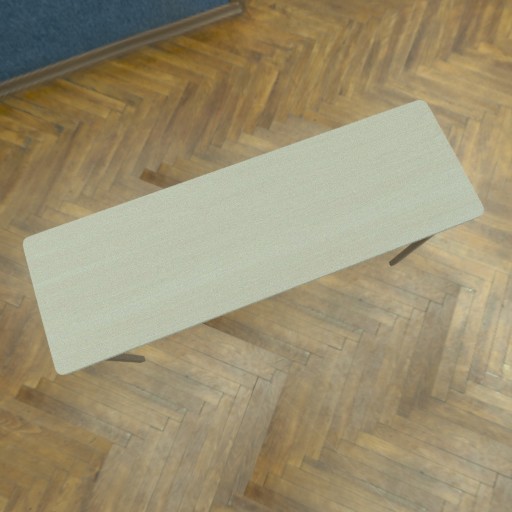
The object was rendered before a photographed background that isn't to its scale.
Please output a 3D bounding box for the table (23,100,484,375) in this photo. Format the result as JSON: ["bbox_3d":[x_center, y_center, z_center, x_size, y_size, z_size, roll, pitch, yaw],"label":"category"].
[{"bbox_3d":[0.000,0.000,1.752,1.397,0.750,0.446,-20,76,-5],"label":"table"}]
